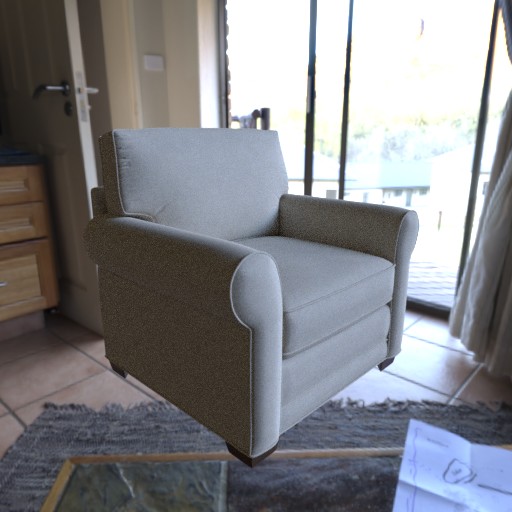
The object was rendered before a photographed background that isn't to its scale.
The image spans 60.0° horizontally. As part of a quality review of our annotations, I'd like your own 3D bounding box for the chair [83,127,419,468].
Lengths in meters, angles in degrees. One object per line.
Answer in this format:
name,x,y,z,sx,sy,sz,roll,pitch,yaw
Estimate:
chair,0.000,0.000,1.713,0.863,0.955,1.040,14,21,42
